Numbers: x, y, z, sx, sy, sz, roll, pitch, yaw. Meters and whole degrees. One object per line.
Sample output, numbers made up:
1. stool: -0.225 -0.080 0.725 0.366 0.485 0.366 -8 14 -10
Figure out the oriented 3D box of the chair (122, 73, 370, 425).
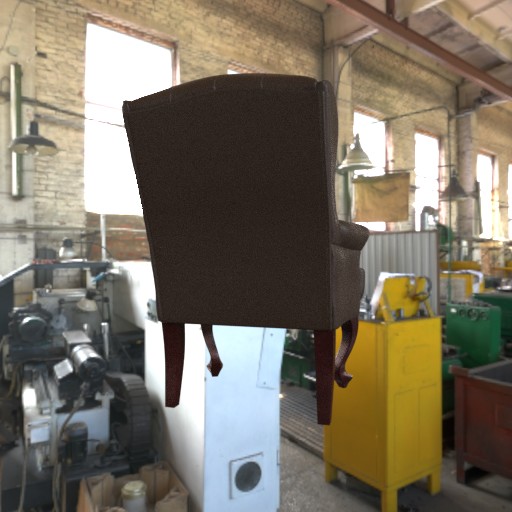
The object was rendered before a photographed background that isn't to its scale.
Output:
1. chair: 0.000 0.000 1.712 0.829 1.132 0.819 0 0 17
